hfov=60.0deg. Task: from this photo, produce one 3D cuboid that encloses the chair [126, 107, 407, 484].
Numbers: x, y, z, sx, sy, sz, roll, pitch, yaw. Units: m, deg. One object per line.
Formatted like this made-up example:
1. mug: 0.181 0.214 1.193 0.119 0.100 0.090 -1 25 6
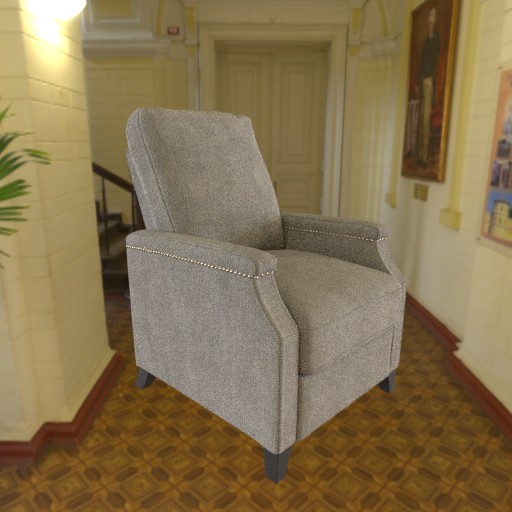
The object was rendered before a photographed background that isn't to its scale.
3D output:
1. chair: 0.000 0.000 1.630 0.922 1.049 0.710 14 20 43
